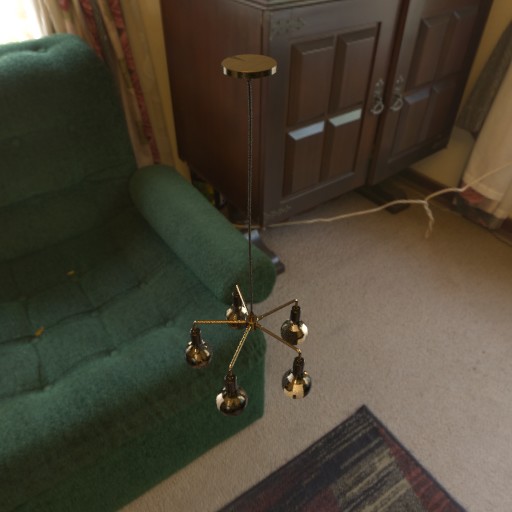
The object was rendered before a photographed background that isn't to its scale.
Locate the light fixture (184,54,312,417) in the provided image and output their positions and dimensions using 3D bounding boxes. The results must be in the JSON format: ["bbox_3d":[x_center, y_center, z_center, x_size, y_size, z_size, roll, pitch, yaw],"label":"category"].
[{"bbox_3d":[0.000,0.000,1.191,0.421,0.988,0.438,26,47,28],"label":"light fixture"}]
